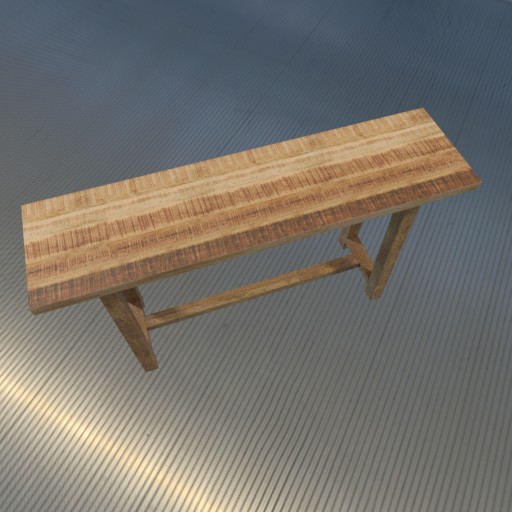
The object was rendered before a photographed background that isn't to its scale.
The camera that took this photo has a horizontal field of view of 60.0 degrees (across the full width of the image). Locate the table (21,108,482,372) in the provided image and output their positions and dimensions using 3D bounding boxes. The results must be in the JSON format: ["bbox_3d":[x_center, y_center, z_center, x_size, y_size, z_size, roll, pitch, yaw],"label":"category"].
[{"bbox_3d":[0.000,0.000,1.857,1.524,0.810,0.405,-16,60,-10],"label":"table"}]
